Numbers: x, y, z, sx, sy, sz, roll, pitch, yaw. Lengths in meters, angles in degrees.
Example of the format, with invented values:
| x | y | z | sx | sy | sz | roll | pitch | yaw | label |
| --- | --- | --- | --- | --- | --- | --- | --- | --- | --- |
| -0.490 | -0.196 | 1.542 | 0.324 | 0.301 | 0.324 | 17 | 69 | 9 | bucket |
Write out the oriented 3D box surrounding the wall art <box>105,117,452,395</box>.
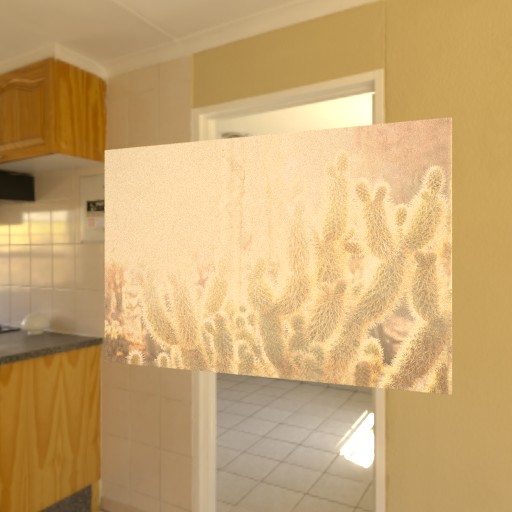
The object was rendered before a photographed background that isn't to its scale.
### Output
| x | y | z | sx | sy | sz | roll | pitch | yaw | label |
| --- | --- | --- | --- | --- | --- | --- | --- | --- | --- |
| 0.000 | 0.000 | 1.884 | 1.525 | 1.012 | 0.038 | 0 | 0 | 19 | wall art |
